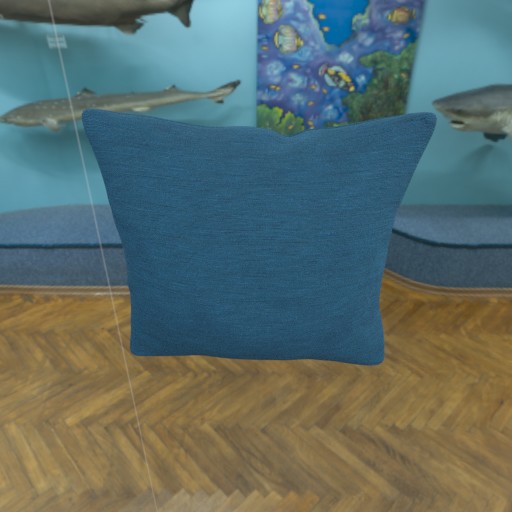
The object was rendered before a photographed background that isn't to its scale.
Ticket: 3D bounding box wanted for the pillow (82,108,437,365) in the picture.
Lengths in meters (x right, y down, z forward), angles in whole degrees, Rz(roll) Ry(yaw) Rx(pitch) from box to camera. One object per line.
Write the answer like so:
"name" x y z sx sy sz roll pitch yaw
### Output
"pillow" 0.000 0.000 0.651 0.437 0.420 0.177 2 32 3
